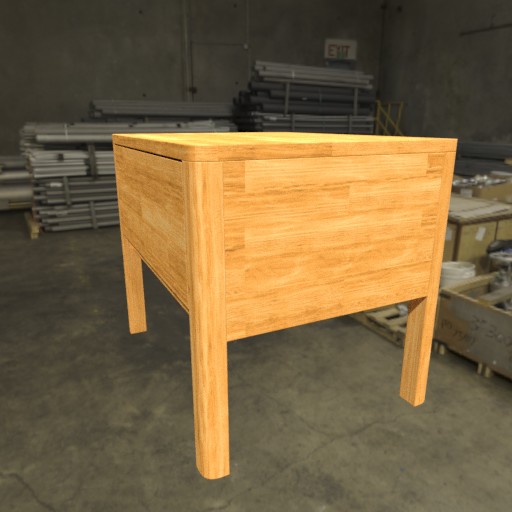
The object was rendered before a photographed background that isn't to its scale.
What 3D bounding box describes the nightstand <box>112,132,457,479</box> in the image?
[{"bbox_3d":[0.000,0.000,0.900,0.440,0.470,0.560,-8,19,-25],"label":"nightstand"}]
